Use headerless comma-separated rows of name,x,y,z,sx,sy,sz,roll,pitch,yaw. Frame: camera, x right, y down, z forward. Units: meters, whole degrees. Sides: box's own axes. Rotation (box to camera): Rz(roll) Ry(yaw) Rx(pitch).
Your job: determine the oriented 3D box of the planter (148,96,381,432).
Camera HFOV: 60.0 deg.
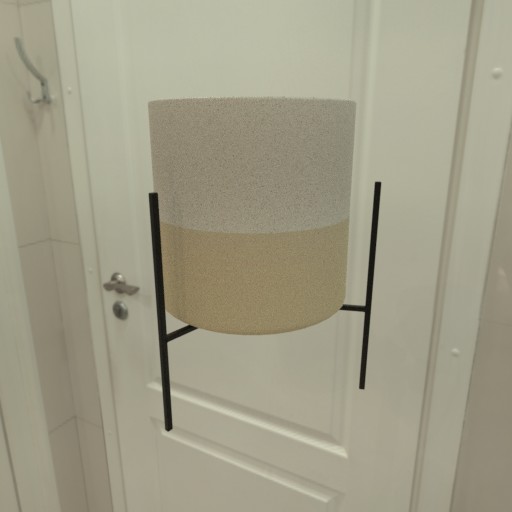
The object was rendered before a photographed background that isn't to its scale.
planter,0.000,0.000,0.546,0.263,0.362,0.267,9,19,28
